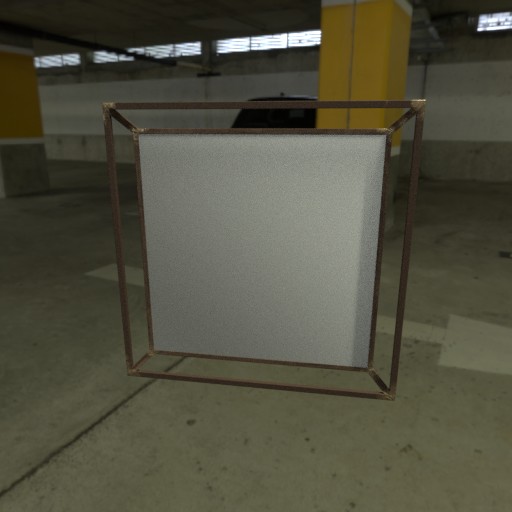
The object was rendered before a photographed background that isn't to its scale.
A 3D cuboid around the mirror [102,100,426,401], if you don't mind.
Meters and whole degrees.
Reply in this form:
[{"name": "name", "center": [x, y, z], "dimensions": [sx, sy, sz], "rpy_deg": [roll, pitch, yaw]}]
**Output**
[{"name": "mirror", "center": [0.000, 0.000, 0.927], "dimensions": [0.610, 0.610, 0.032], "rpy_deg": [3, 17, 9]}]
